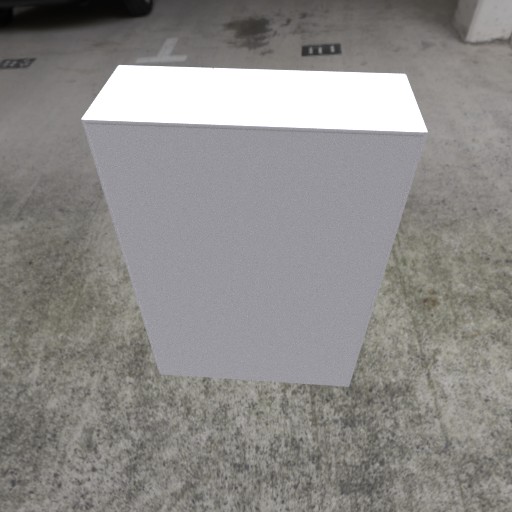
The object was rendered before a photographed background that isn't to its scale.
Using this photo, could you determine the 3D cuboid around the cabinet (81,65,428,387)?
[{"bbox_3d":[0.000,0.000,2.507,1.290,1.910,0.510,3,46,3],"label":"cabinet"}]
